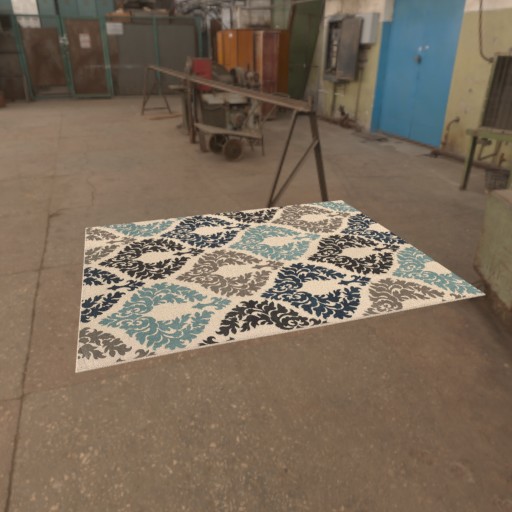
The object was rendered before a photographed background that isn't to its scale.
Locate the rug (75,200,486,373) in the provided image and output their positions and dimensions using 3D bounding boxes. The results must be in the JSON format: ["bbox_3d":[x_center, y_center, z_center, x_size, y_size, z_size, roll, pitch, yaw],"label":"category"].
[{"bbox_3d":[0.000,0.000,4.105,3.040,0.014,2.423,-8,27,-16],"label":"rug"}]
